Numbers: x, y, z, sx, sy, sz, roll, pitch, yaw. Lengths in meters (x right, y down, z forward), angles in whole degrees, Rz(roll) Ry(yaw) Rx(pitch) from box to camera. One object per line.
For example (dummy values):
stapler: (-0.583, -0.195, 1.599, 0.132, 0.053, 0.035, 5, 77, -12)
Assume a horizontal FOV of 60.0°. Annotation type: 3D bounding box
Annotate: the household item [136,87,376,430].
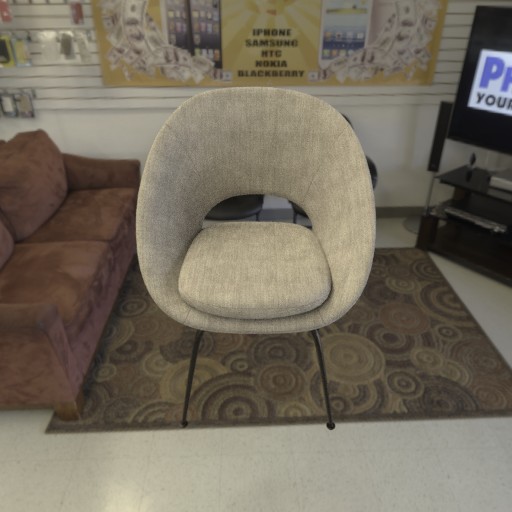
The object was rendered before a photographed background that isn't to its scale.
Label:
household item: (0.000, 0.000, 1.330, 0.643, 0.869, 0.587, 0, 31, 1)
